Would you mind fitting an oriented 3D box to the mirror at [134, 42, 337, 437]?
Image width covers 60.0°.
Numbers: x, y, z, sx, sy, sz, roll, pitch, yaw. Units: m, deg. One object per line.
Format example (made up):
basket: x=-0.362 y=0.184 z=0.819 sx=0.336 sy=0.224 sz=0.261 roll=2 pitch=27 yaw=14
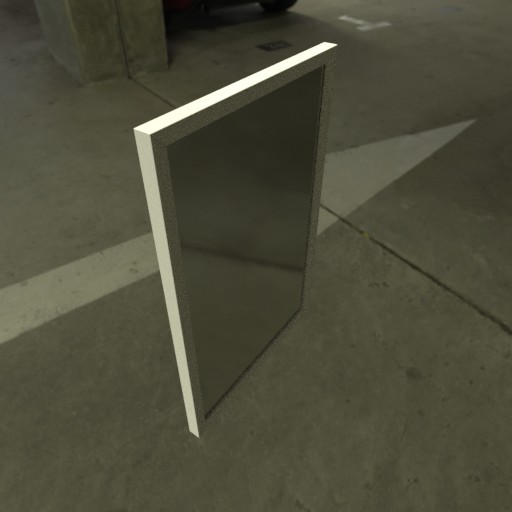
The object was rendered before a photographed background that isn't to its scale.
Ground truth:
mirror: x=0.000 y=0.000 z=1.164 sx=0.041 sy=0.914 sz=0.609 roll=25 pitch=46 yaw=27
